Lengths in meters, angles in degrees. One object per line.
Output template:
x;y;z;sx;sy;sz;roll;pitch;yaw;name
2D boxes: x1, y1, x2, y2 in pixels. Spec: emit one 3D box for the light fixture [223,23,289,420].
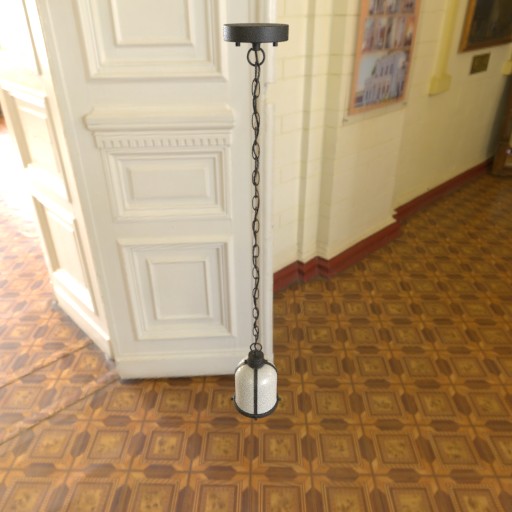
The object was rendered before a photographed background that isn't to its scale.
0.000;0.000;1.275;0.178;1.181;0.178;0;30;1;light fixture
